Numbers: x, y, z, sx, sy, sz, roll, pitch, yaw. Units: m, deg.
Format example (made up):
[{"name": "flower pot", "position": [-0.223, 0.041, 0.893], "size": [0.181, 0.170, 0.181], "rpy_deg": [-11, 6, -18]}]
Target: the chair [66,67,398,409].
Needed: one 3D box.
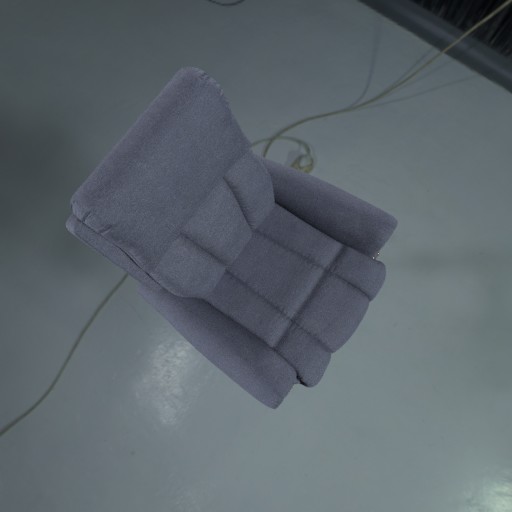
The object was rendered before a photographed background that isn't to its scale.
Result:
[{"name": "chair", "position": [0.000, 0.000, 1.727], "size": [0.979, 1.031, 0.871], "rpy_deg": [34, 79, 8]}]
